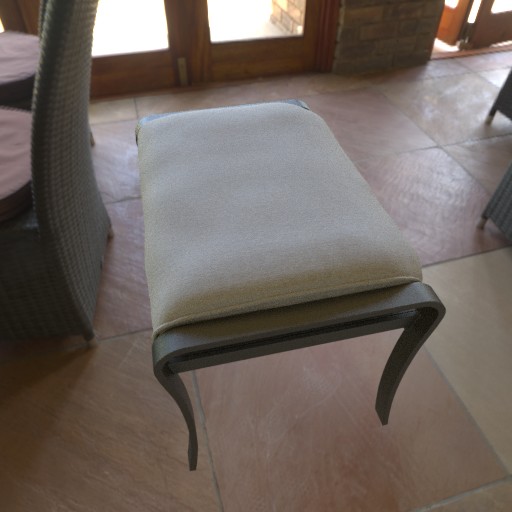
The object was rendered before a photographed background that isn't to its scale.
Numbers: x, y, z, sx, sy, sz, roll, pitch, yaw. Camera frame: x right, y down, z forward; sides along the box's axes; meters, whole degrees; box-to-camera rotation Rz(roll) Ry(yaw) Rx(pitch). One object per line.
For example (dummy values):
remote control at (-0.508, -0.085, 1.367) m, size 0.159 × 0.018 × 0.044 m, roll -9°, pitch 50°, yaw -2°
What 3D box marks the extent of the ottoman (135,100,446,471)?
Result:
ottoman at (0.000, 0.000, 0.894) m, size 0.406 × 0.422 × 0.610 m, roll -9°, pitch 45°, yaw -9°
